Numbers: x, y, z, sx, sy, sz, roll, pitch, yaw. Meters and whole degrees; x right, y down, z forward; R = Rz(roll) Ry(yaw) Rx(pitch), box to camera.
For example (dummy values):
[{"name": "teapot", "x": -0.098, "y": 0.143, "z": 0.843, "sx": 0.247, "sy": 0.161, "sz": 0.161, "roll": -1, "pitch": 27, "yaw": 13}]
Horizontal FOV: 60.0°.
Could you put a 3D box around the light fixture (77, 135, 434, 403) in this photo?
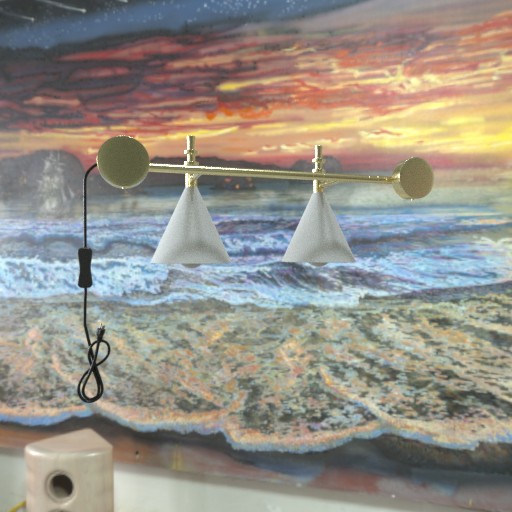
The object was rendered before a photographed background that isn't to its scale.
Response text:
[{"name": "light fixture", "x": 0.000, "y": 0.000, "z": 0.868, "sx": 0.642, "sy": 0.468, "sz": 0.239, "roll": 0, "pitch": 1, "yaw": -17}]
